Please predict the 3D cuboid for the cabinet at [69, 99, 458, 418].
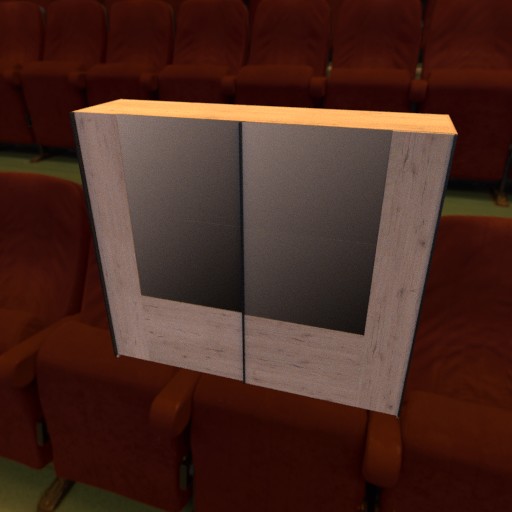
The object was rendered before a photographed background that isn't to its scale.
[{"bbox_3d":[0.000,0.000,3.516,2.500,2.180,0.660,8,28,15],"label":"cabinet"}]
